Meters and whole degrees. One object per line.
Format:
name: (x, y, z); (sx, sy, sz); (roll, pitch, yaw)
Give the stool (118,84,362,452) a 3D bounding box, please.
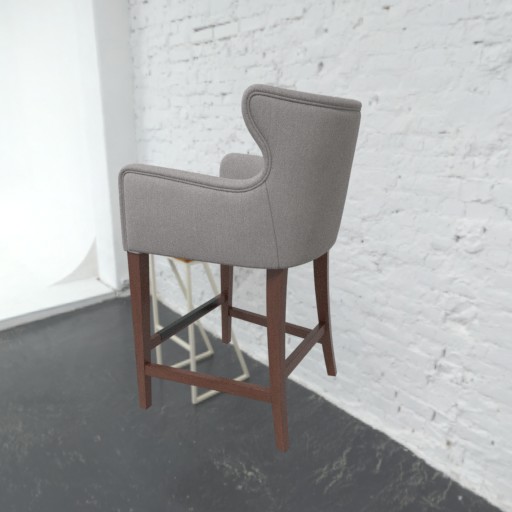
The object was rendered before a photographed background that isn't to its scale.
stool: (0.000, 0.000, 1.376); (0.575, 0.951, 0.575); (9, 19, 27)
